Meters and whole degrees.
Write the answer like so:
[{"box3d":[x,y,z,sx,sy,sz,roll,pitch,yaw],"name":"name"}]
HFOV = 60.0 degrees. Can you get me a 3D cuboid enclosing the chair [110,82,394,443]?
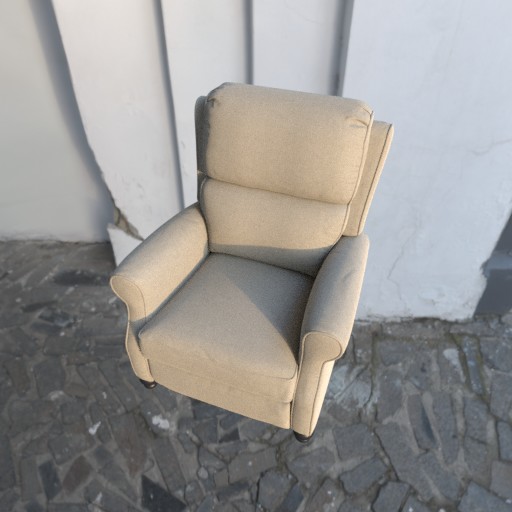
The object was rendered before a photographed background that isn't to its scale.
[{"box3d":[0.000,0.000,1.756,0.859,1.046,0.919,14,43,15],"name":"chair"}]
